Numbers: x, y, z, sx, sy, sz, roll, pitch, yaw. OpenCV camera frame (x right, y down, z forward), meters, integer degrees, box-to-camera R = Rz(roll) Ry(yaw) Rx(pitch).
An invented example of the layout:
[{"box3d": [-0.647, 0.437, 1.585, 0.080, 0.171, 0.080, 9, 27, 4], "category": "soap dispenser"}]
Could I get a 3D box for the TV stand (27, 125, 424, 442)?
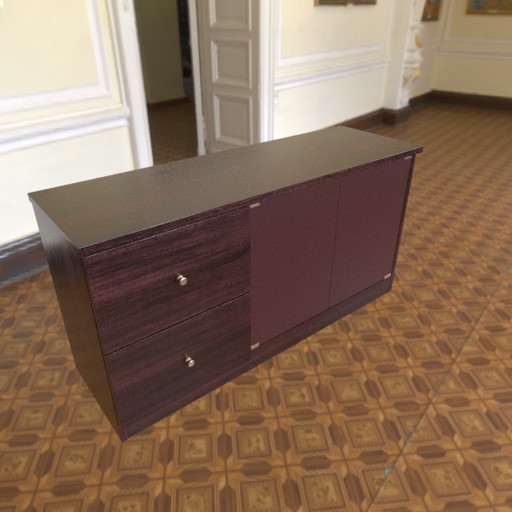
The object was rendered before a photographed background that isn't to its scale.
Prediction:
[{"box3d": [0.000, 0.000, 1.483, 1.192, 0.614, 0.404, -21, 36, -33], "category": "TV stand"}]
